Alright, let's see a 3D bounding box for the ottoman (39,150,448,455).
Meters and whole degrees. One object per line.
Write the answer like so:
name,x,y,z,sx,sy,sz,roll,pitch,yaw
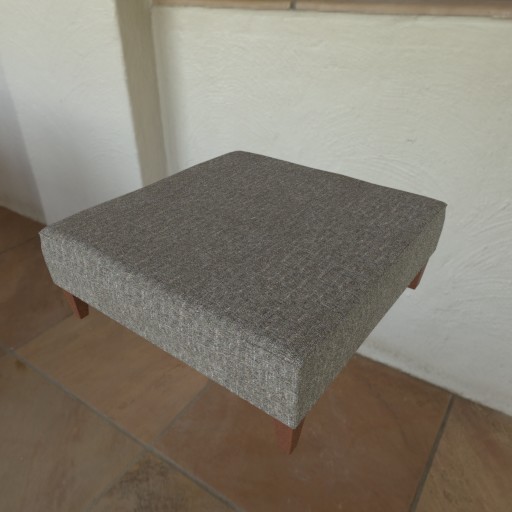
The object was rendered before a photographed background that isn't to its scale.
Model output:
ottoman,0.000,0.000,1.554,0.981,0.379,1.016,22,38,31
